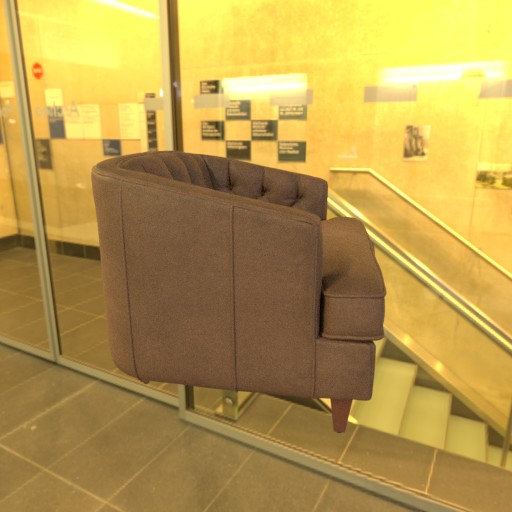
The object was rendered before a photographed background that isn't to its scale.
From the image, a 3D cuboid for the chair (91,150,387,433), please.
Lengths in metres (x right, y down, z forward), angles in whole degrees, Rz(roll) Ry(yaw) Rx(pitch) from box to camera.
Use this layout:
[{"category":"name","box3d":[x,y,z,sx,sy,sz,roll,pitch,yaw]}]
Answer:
[{"category":"chair","box3d":[0.000,0.000,1.726,0.914,0.787,1.118,3,16,9]}]
